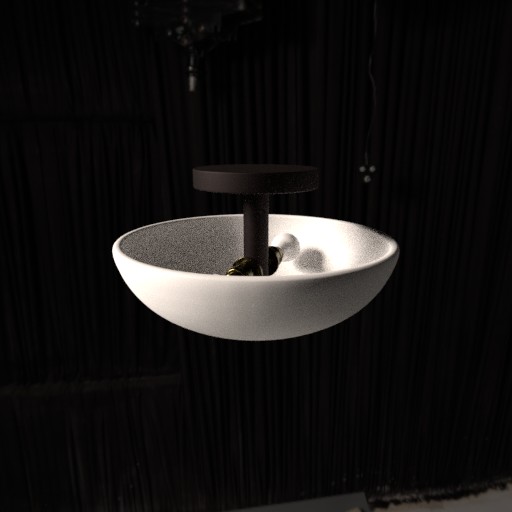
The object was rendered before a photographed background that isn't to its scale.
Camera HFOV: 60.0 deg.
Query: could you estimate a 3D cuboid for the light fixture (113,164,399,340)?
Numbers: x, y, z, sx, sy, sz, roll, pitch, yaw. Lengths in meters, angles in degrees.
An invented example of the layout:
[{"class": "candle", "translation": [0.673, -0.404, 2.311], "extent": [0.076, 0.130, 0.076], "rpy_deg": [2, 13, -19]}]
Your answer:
[{"class": "light fixture", "translation": [0.000, 0.000, 0.541], "extent": [0.331, 0.212, 0.331], "rpy_deg": [0, 15, 0]}]
